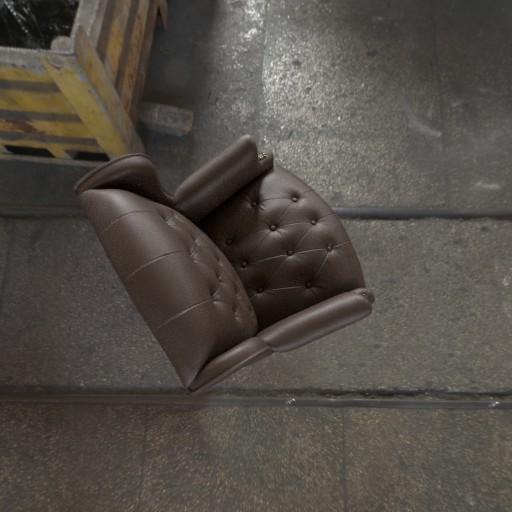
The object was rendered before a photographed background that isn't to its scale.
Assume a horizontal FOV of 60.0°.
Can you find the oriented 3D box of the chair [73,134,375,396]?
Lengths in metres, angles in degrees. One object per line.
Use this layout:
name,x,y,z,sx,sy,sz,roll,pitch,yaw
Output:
chair,0.000,0.000,1.703,0.819,1.132,0.829,-32,77,-8
